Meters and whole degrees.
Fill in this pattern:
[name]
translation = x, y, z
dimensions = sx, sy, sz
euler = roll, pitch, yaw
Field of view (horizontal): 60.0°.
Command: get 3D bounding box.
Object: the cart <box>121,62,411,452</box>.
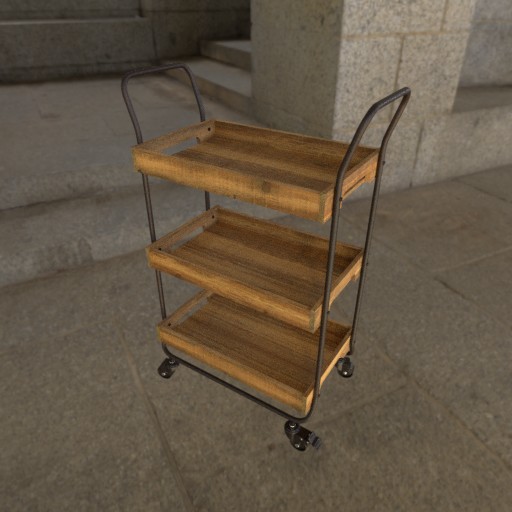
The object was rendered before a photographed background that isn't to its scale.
[cart]
translation = 0.000, 0.000, 1.138
dimensions = 0.583, 0.857, 0.339
euler = 19, 36, 28
